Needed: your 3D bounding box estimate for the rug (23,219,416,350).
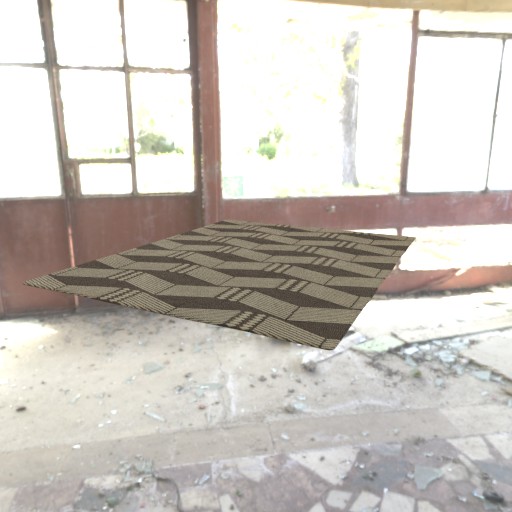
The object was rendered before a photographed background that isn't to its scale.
[{"bbox_3d":[0.000,0.000,4.126,2.438,0.016,3.048,7,16,26],"label":"rug"}]
